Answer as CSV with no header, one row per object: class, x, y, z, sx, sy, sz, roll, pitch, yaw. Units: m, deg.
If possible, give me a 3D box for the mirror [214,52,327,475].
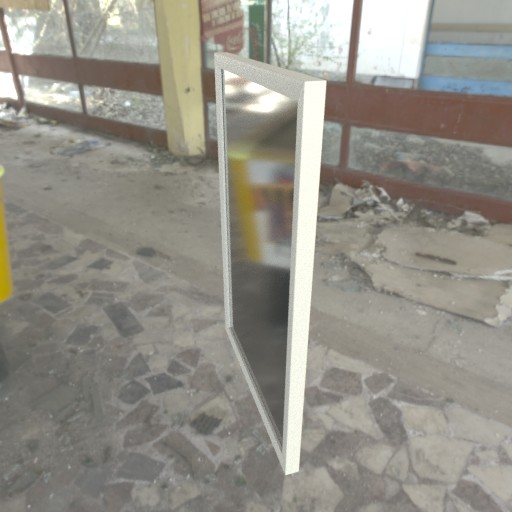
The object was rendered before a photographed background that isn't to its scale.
mirror,0.000,0.000,1.140,0.041,0.914,0.609,-9,30,-15
